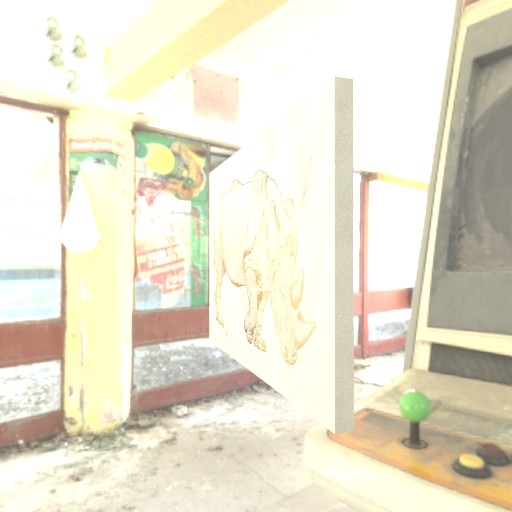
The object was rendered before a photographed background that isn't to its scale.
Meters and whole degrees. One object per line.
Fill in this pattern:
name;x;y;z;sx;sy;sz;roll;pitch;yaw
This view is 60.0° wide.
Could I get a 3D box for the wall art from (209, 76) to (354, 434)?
wall art;0.000;0.000;1.193;0.038;0.610;0.915;0;0;-19
